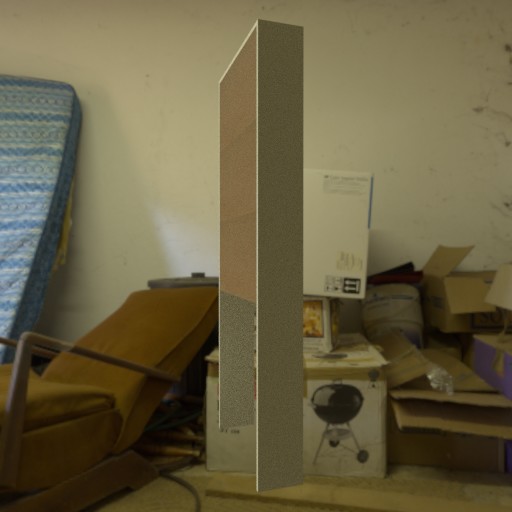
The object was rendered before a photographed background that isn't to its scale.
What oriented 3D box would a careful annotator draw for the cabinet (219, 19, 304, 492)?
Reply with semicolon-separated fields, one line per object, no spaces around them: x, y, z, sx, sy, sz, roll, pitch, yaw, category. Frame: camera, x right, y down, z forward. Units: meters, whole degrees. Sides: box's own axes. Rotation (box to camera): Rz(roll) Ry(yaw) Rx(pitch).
0.000;0.000;1.992;0.192;1.770;0.643;0;1;-18;cabinet
